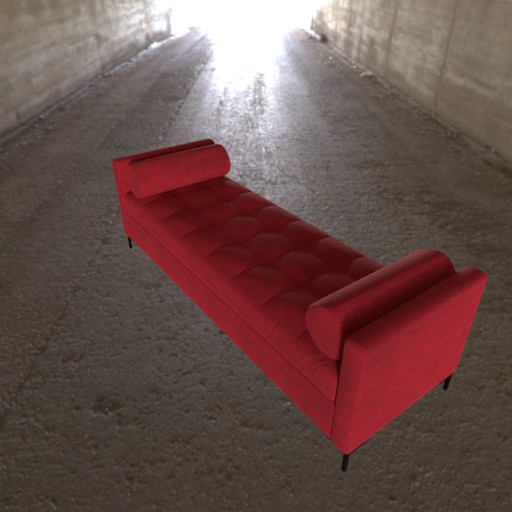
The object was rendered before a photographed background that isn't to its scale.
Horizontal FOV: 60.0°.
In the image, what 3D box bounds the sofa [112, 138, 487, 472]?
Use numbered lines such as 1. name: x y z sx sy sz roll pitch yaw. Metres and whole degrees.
1. sofa: 0.000 0.000 2.293 0.686 0.635 1.981 -22 39 -30
